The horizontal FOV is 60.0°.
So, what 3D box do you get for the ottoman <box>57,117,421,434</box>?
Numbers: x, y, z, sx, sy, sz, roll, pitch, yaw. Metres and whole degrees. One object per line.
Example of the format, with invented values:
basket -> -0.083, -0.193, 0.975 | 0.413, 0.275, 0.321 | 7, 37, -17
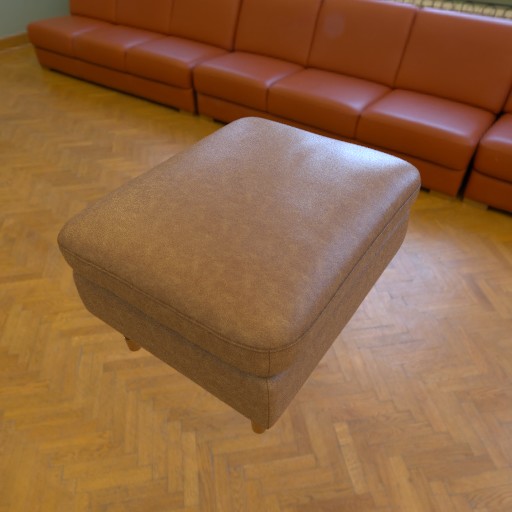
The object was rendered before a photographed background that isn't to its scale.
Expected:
ottoman -> 0.000, 0.000, 1.159 | 0.593, 0.478, 0.747 | 24, 47, 25
